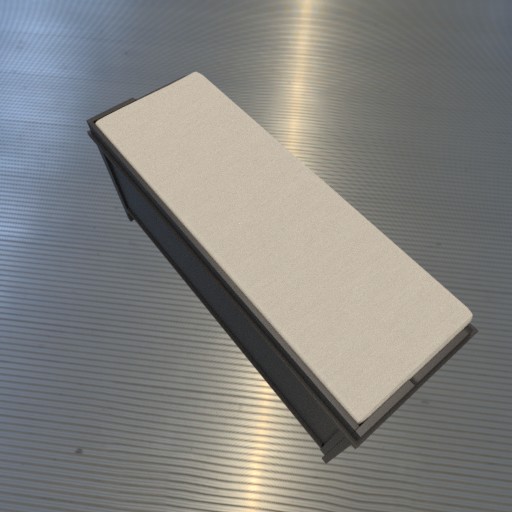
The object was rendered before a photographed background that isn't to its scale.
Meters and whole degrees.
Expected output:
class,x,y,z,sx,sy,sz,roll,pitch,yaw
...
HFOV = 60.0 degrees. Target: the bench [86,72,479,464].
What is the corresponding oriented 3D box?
class,x,y,z,sx,sy,sz,roll,pitch,yaw
bench,0.000,0.000,1.356,0.398,0.501,1.140,-35,65,-19
